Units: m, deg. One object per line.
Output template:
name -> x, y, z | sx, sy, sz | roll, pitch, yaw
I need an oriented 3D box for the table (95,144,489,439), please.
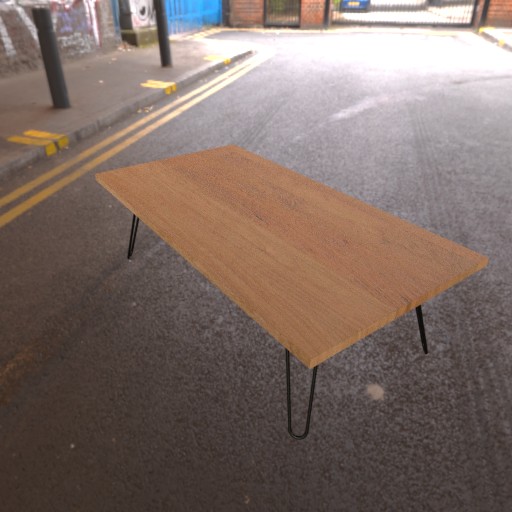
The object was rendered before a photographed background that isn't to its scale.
table -> 0.000, 0.000, 1.683 | 0.699, 0.400, 1.348 | -21, 37, -30
